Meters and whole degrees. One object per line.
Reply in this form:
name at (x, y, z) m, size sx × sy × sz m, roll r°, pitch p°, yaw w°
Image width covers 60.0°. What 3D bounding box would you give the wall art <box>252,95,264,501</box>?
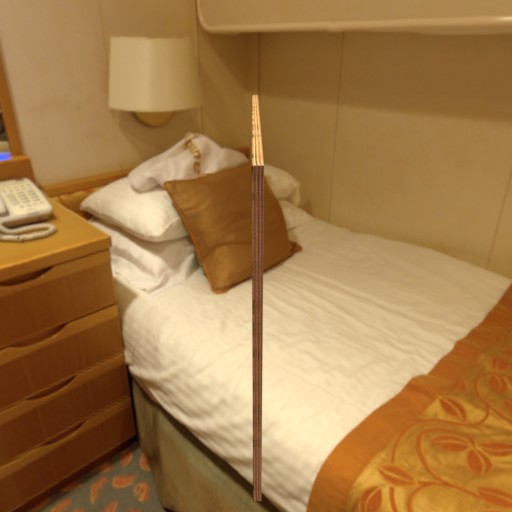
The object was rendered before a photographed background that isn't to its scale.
wall art at (0.000, 0.000, 0.672) m, size 0.010 × 0.408 × 0.508 m, roll 0°, pitch 26°, yaw 0°
